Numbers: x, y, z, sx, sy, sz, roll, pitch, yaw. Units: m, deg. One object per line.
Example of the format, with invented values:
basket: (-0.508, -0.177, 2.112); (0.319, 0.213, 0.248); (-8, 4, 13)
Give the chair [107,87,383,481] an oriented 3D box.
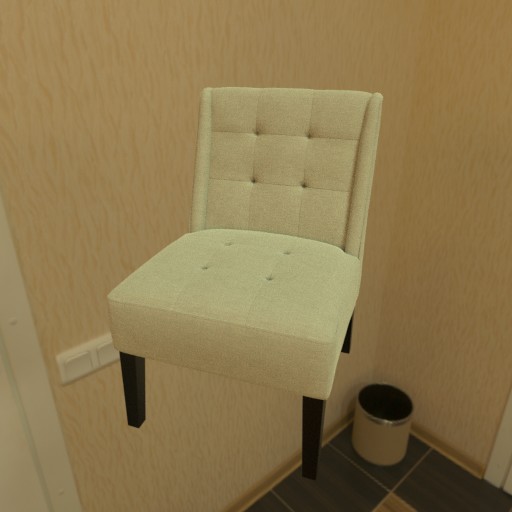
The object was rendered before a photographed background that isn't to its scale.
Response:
chair: (0.000, 0.000, 1.263); (0.569, 0.853, 0.676); (8, 27, 17)
